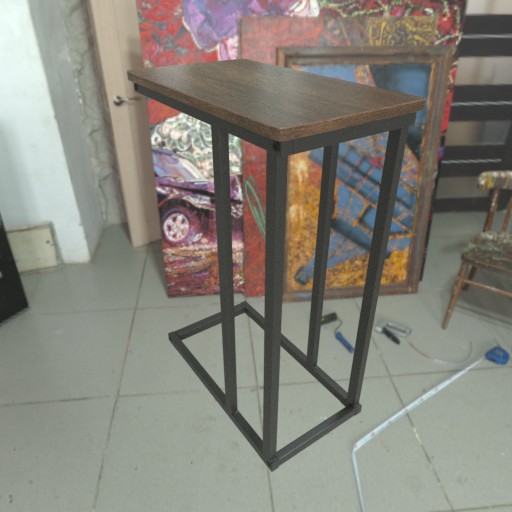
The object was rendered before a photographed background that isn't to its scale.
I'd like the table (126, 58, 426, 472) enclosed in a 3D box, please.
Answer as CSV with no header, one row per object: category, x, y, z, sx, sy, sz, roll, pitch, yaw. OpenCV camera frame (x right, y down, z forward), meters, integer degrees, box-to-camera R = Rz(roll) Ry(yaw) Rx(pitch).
table,0.000,0.000,0.860,0.254,0.637,0.450,-20,37,-29
